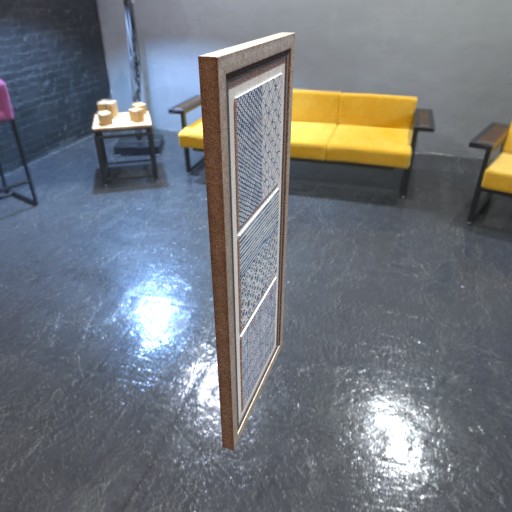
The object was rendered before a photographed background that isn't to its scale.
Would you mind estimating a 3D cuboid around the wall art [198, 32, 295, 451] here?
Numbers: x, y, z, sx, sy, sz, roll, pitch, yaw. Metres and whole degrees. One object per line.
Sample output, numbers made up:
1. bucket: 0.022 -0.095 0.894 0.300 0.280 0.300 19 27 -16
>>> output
1. wall art: 0.000 0.000 1.672 0.051 1.461 0.648 11 33 17
